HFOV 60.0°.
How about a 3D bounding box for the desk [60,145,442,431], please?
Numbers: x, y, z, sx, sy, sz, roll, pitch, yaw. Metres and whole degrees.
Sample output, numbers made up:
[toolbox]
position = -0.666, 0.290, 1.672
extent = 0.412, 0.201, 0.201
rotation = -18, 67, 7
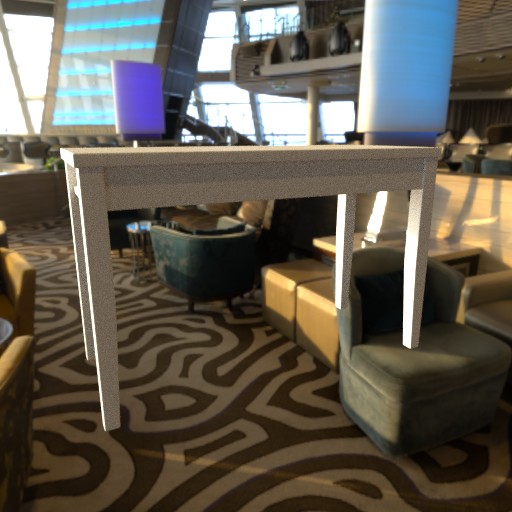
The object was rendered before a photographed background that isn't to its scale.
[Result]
[desk]
position = 0.000, 0.000, 1.633
extent = 1.220, 0.775, 0.508
rotation = -7, 17, -25
